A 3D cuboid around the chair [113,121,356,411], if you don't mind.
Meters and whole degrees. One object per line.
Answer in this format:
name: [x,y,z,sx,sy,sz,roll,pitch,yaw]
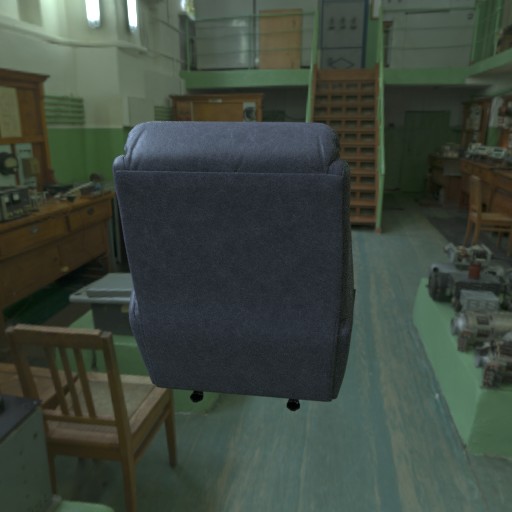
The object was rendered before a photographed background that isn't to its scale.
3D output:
chair: [0.000,0.000,1.828,0.865,1.067,1.067,2,17,8]
